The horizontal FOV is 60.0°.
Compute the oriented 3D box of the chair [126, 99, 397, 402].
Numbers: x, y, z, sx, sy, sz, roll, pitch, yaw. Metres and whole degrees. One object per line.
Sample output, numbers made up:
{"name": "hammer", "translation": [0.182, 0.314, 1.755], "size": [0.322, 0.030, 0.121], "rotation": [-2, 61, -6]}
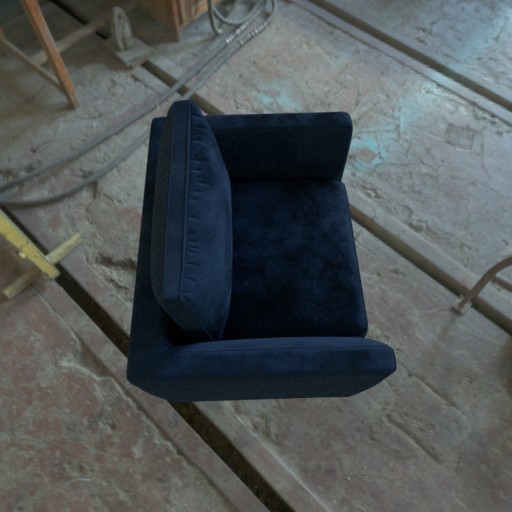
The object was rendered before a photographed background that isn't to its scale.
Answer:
{"name": "chair", "translation": [0.000, 0.000, 1.617], "size": [0.746, 0.893, 0.977], "rotation": [-2, 62, -1]}
